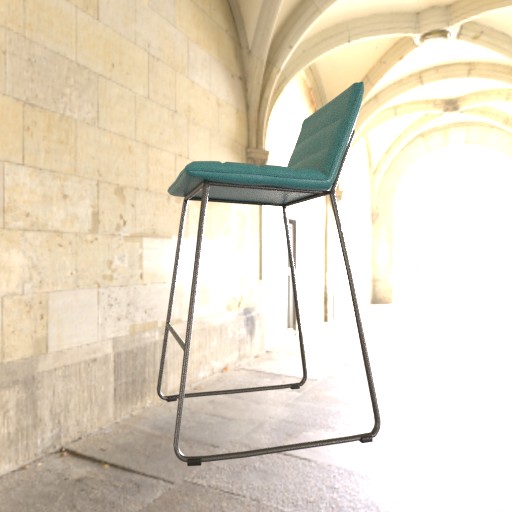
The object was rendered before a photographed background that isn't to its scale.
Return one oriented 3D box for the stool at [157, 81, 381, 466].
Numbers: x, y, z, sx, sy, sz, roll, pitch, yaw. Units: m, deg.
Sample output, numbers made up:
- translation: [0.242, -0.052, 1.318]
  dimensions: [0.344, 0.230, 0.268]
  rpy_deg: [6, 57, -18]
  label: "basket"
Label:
- translation: [0.000, 0.000, 1.277]
  dimensions: [0.524, 0.936, 0.489]
  rpy_deg: [0, 0, -17]
  label: "stool"
